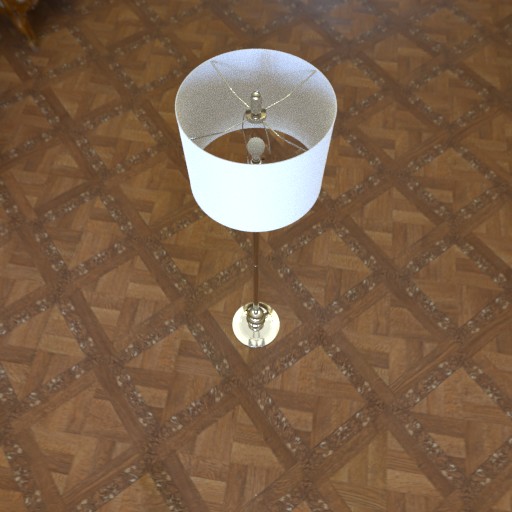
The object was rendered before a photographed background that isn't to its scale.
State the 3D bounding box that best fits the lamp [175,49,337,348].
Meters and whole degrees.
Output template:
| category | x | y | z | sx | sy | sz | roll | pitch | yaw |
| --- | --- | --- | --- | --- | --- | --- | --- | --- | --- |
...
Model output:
| category | x | y | z | sx | sy | sz | roll | pitch | yaw |
| --- | --- | --- | --- | --- | --- | --- | --- | --- | --- |
| lamp | 0.000 | 0.000 | 1.609 | 0.356 | 1.487 | 0.356 | -34 | 67 | -17 |
